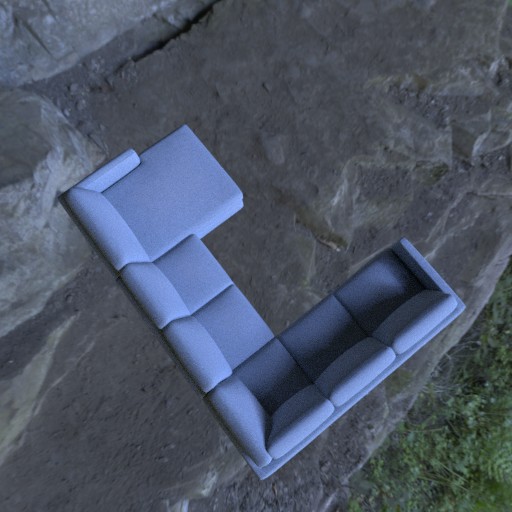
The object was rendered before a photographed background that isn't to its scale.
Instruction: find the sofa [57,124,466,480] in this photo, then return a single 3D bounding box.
[{"bbox_3d":[0.000,0.000,4.608,2.551,0.889,3.403,-37,80,-8],"label":"sofa"}]
